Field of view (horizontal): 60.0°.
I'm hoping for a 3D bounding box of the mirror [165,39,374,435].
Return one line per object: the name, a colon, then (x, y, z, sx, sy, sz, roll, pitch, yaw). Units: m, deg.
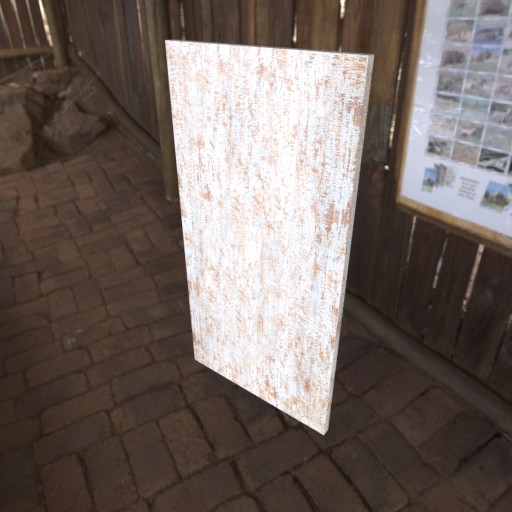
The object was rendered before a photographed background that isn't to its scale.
mirror: (0.000, 0.000, 1.074, 0.472, 0.922, 0.027, 21, 36, 31)
